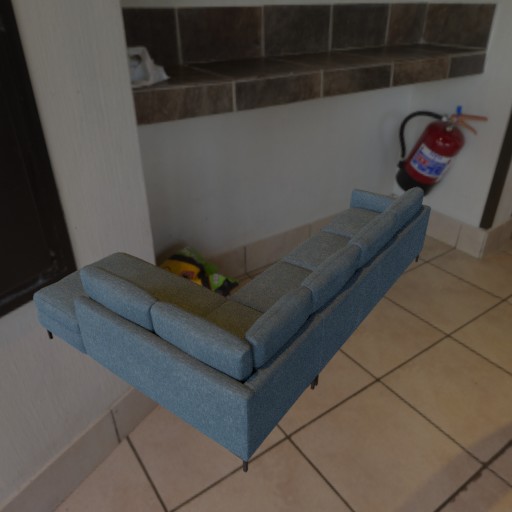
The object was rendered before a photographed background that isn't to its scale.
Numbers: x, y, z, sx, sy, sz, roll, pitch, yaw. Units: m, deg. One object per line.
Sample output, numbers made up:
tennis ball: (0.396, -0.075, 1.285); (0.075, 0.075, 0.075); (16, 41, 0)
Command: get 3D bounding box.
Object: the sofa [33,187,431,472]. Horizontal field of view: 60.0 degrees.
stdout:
sofa: (0.000, 0.000, 3.791); (2.007, 0.815, 2.949); (20, 36, 31)
